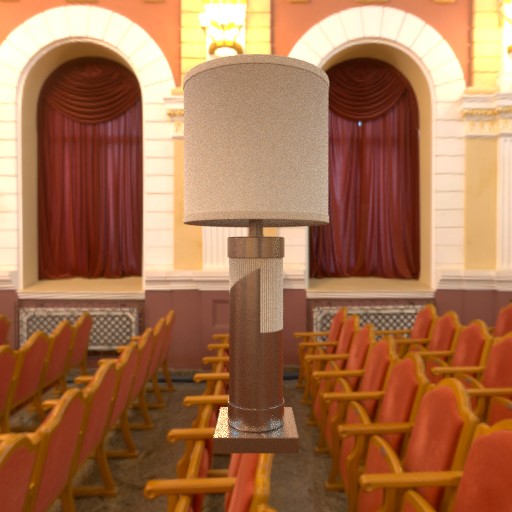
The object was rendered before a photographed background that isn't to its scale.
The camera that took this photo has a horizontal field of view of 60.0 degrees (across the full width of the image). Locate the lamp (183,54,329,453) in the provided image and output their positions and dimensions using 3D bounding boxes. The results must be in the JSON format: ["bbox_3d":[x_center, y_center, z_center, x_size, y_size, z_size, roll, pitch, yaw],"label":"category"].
[{"bbox_3d":[0.000,0.000,0.625,0.202,0.509,0.202,0,1,0],"label":"lamp"}]
